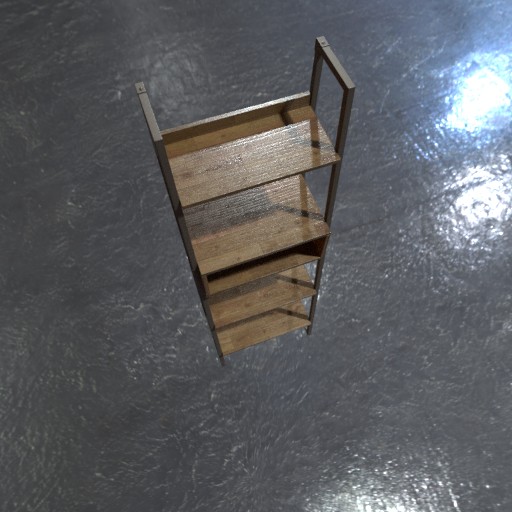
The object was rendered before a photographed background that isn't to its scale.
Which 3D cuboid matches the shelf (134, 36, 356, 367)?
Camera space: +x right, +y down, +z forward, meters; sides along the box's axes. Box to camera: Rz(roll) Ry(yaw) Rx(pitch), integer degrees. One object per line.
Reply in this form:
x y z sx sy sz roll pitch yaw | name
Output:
0.000 0.000 2.240 0.652 2.005 0.454 -18 64 -9 | shelf
